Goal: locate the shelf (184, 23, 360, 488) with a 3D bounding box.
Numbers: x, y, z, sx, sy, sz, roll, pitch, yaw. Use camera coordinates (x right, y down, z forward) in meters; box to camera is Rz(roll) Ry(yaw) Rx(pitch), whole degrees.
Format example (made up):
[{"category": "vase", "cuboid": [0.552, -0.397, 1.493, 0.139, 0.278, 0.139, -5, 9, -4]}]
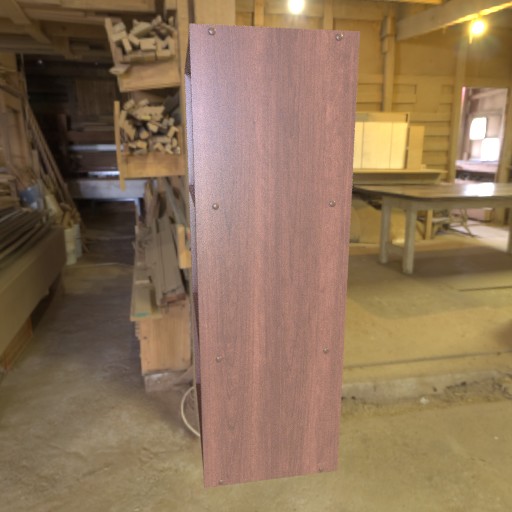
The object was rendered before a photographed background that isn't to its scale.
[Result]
[{"category": "shelf", "cuboid": [0.000, 0.000, 1.036, 0.290, 0.879, 0.414, -2, 14, -10]}]
